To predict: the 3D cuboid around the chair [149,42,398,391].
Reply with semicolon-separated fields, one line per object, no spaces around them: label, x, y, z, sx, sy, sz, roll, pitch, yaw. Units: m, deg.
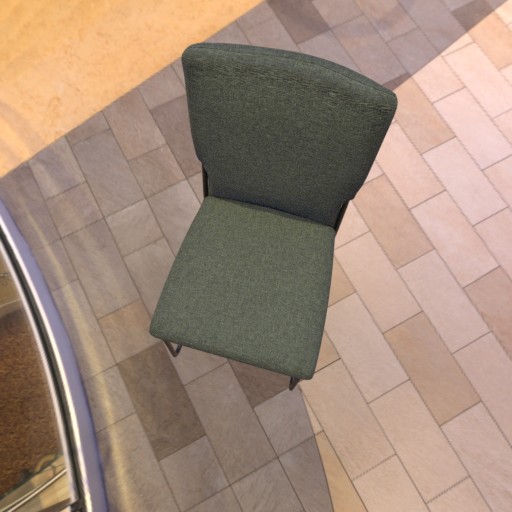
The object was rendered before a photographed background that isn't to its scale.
chair;0.000;0.000;1.248;0.480;0.931;0.635;15;74;4
